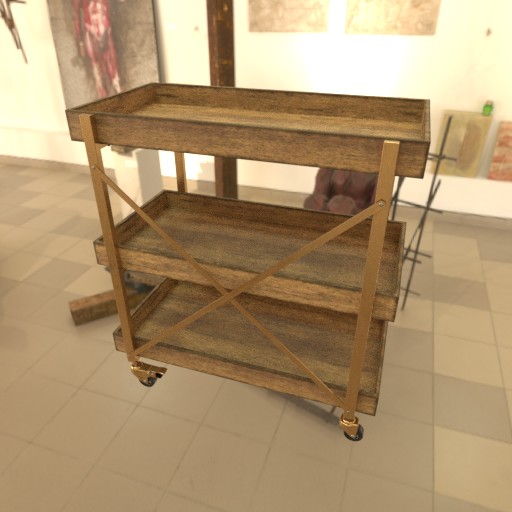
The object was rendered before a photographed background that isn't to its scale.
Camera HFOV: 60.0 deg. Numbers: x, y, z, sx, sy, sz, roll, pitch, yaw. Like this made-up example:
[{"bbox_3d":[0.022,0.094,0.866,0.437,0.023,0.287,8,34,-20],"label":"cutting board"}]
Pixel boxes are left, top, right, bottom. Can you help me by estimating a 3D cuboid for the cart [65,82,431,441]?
[{"bbox_3d":[0.000,0.000,1.209,0.750,0.799,0.416,10,32,16],"label":"cart"}]
